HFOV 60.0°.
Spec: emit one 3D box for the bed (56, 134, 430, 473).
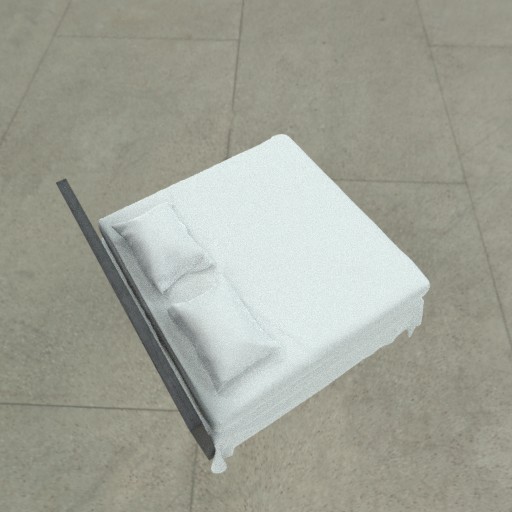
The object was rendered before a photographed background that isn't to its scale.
[{"bbox_3d":[0.000,0.000,3.534,2.165,1.158,2.255,-29,62,-17],"label":"bed"}]
